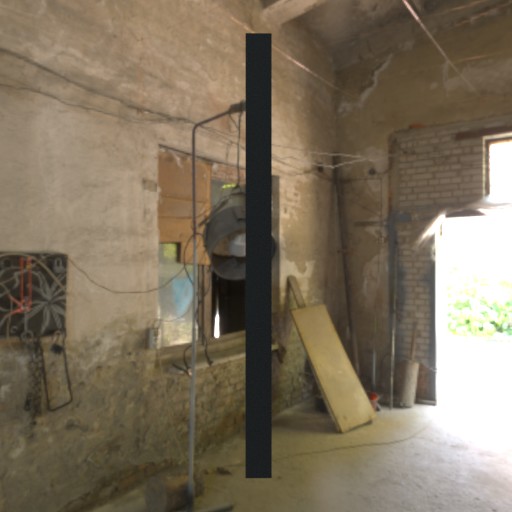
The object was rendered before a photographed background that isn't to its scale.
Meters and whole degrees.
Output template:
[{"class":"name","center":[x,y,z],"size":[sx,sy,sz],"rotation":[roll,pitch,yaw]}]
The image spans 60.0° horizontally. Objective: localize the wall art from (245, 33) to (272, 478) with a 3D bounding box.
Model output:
[{"class":"wall art","center":[0.000,0.000,0.566],"size":[0.024,0.404,0.329],"rotation":[0,0,-1]}]
